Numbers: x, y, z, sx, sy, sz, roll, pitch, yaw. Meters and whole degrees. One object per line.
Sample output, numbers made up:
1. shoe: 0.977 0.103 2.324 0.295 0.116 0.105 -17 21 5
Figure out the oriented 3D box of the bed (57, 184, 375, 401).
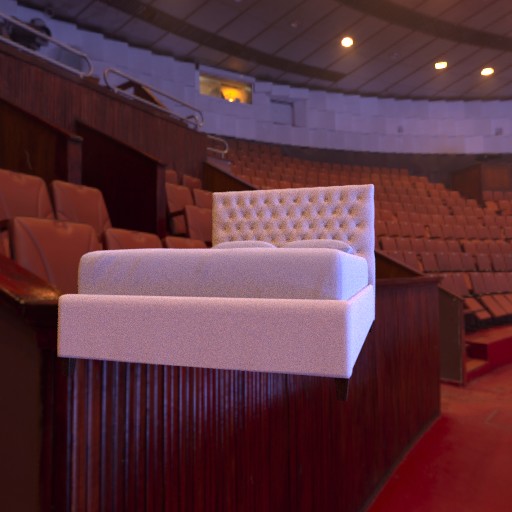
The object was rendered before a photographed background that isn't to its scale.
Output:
1. bed: 0.000 0.000 3.451 1.698 1.427 2.387 0 -1 17
